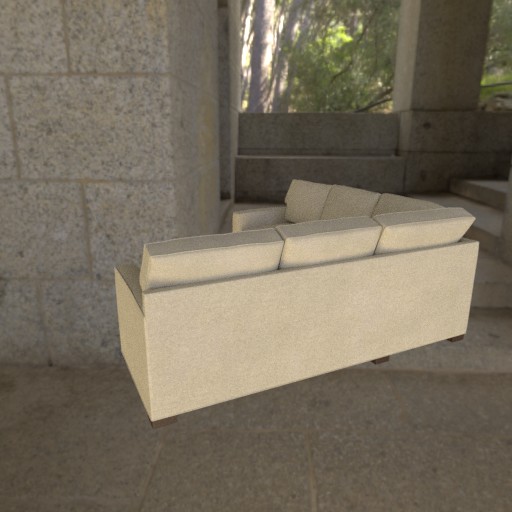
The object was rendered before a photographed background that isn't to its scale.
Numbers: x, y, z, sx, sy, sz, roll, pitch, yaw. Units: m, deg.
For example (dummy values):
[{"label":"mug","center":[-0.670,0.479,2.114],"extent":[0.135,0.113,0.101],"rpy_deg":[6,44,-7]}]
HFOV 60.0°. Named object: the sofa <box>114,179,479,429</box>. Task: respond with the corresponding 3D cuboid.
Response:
[{"label":"sofa","center":[0.000,0.000,3.409],"extent":[2.211,0.936,2.188],"rpy_deg":[-8,18,-26]}]
